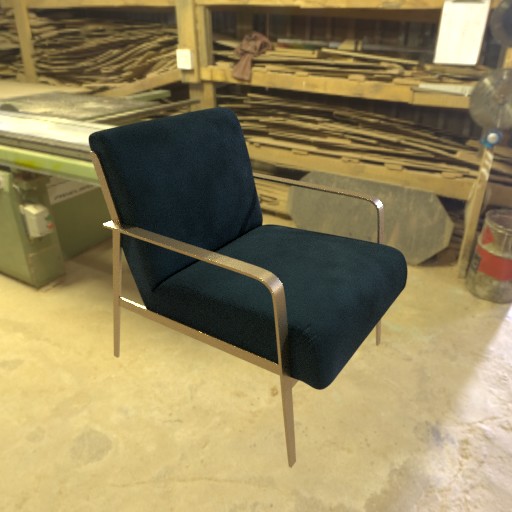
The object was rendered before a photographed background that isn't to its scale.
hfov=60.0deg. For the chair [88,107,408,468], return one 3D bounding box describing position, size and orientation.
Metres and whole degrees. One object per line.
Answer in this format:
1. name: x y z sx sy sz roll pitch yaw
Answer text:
1. chair: 0.000 0.000 1.477 0.859 0.831 0.692 18 32 31
